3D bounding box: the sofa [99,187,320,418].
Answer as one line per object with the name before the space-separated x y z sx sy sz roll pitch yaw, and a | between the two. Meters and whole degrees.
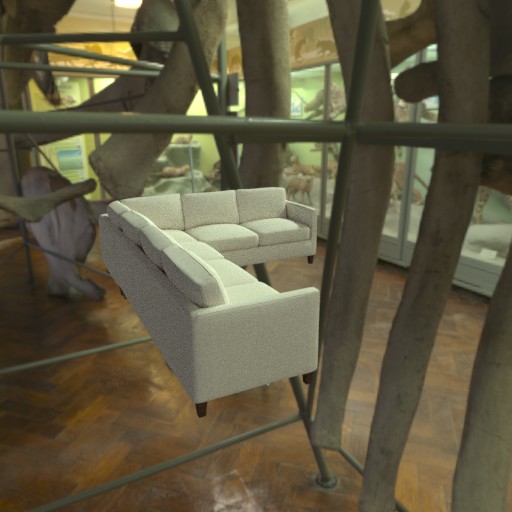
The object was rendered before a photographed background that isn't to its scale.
sofa | 0.000 0.000 4.544 2.593 0.947 3.302 -9 19 -26
